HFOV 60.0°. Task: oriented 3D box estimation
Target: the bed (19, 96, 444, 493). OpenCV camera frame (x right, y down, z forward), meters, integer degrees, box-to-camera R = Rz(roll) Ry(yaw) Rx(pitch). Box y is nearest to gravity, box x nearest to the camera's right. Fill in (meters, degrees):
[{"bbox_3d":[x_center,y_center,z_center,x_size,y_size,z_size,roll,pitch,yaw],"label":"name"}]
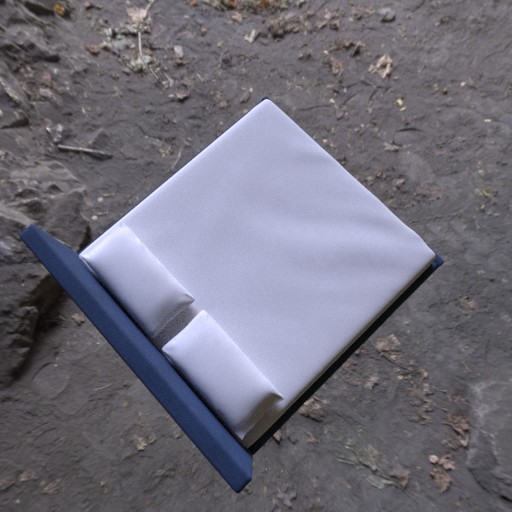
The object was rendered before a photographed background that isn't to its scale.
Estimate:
[{"bbox_3d":[0.000,0.000,3.399,2.232,1.231,2.096,-42,80,-10],"label":"bed"}]
